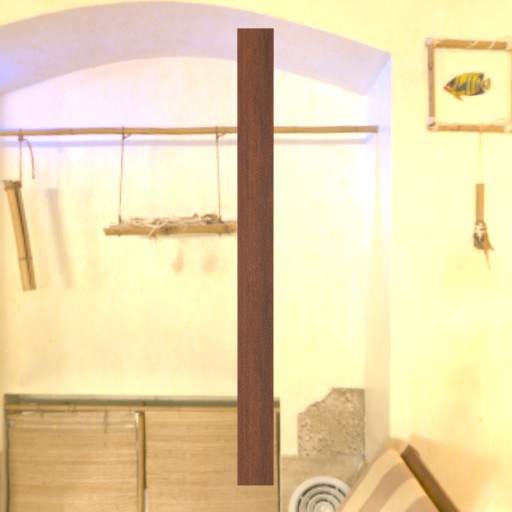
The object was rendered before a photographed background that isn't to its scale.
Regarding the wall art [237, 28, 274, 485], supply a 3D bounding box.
[{"bbox_3d":[0.000,0.000,0.534,0.030,0.381,0.330,0,1,0],"label":"wall art"}]
